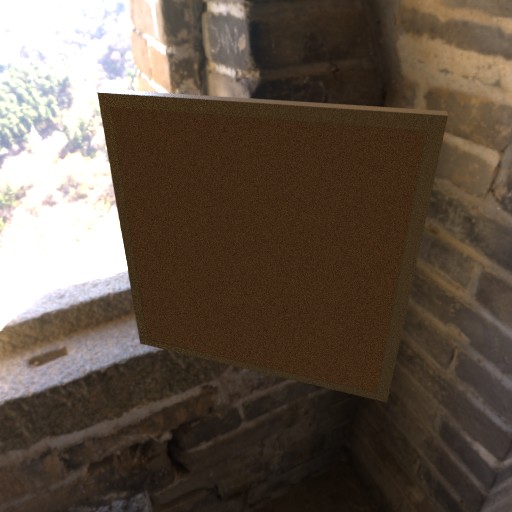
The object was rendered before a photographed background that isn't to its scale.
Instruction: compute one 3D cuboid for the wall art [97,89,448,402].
[{"bbox_3d":[0.000,0.000,2.862,1.926,1.926,0.099,9,31,16],"label":"wall art"}]
